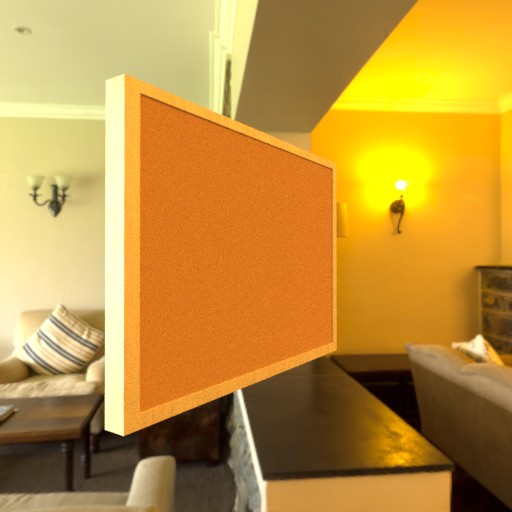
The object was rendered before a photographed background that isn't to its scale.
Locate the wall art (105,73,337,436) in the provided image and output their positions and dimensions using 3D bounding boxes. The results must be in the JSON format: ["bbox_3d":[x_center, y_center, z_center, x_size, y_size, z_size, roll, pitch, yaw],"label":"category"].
[{"bbox_3d":[0.000,0.000,0.692,0.032,0.380,0.532,0,-1,35],"label":"wall art"}]
